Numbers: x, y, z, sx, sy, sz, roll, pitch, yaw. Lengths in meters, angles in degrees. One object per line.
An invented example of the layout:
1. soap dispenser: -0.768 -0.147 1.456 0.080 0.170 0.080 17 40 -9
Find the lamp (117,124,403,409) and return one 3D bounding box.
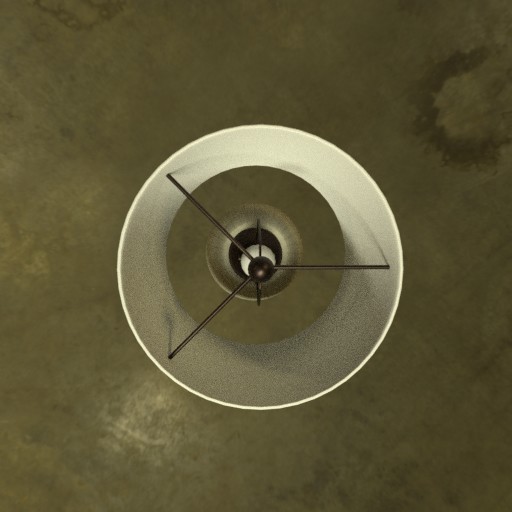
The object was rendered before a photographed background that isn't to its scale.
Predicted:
1. lamp: 0.000 0.000 0.777 0.329 0.570 0.329 0 93 -1
